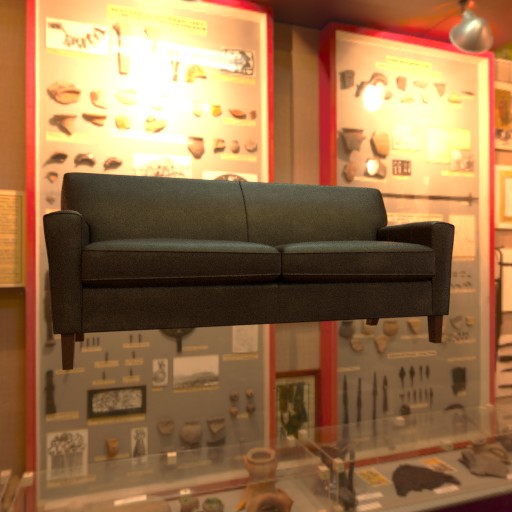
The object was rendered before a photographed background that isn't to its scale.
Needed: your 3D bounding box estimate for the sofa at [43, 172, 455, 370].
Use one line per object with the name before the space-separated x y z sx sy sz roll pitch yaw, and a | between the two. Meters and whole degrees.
sofa | 0.000 0.000 2.449 2.053 0.947 0.805 0 0 -18
